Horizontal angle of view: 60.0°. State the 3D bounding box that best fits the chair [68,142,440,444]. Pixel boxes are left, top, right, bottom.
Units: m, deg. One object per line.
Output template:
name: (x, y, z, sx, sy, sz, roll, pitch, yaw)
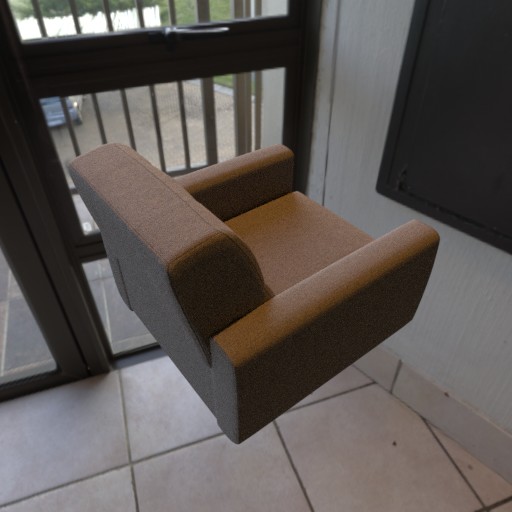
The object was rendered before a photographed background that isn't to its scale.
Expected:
chair: (0.000, 0.000, 1.522, 0.907, 0.839, 0.831, -27, 47, -28)
